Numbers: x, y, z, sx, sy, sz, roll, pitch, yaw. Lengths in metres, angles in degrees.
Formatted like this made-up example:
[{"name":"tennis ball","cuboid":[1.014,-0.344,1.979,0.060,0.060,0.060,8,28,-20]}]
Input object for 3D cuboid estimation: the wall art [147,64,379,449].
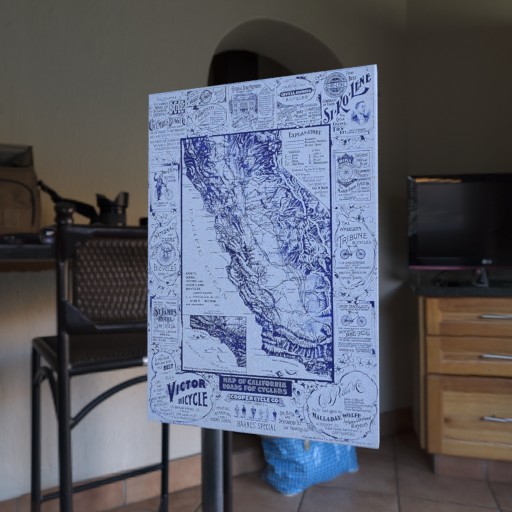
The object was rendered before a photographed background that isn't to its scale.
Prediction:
[{"name":"wall art","cuboid":[0.000,0.000,0.963,0.511,0.753,0.039,0,-1,18]}]
